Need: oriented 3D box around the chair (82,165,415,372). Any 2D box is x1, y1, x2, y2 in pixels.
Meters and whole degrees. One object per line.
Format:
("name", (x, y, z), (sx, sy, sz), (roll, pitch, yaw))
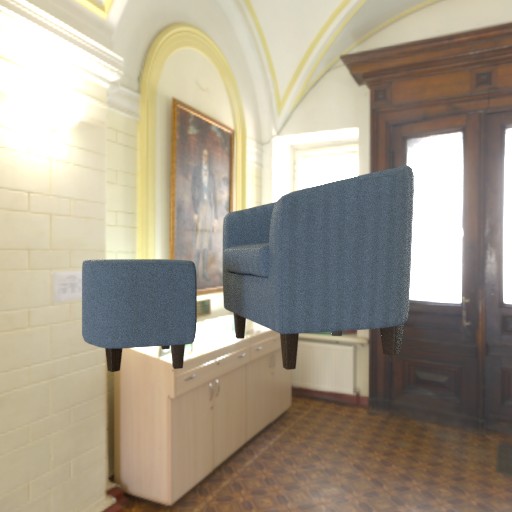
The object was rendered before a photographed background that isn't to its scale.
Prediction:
("chair", (0.000, 0.000, 1.761), (1.288, 0.757, 0.756), (0, 0, -19))
